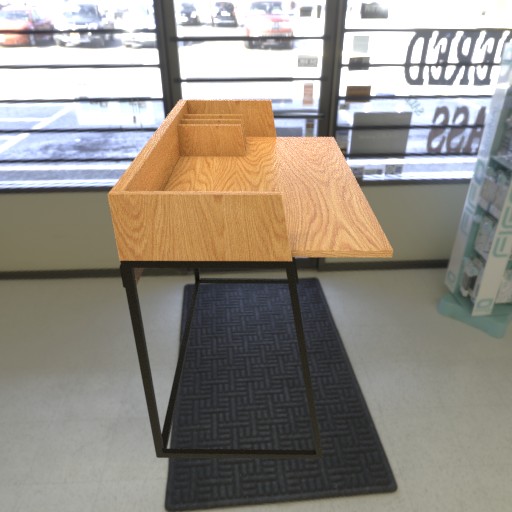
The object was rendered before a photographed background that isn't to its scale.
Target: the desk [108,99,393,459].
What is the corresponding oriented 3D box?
[{"bbox_3d":[0.000,0.000,1.905,0.769,1.061,1.191,0,30,0],"label":"desk"}]
